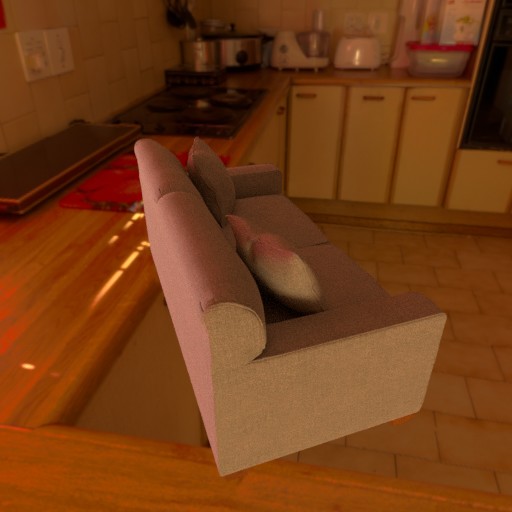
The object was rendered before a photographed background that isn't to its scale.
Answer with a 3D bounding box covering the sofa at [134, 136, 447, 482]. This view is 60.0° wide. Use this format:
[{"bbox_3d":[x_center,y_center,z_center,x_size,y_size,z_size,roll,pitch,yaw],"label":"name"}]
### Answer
[{"bbox_3d":[0.000,0.000,2.397,1.000,0.958,1.846,-10,33,-17],"label":"sofa"}]
